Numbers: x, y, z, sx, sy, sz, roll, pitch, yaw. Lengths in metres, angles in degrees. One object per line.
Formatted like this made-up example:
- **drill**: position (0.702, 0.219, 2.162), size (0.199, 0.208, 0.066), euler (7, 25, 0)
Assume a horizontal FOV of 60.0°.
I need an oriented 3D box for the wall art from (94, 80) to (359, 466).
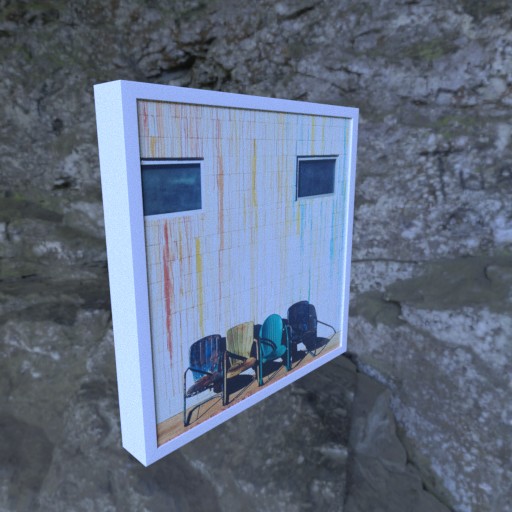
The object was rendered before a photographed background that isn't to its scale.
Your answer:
- **wall art**: position (0.000, 0.000, 0.455), size (0.038, 0.305, 0.305), euler (13, 19, 42)
